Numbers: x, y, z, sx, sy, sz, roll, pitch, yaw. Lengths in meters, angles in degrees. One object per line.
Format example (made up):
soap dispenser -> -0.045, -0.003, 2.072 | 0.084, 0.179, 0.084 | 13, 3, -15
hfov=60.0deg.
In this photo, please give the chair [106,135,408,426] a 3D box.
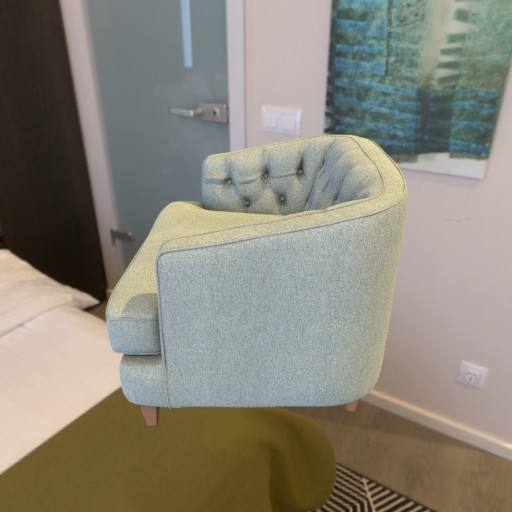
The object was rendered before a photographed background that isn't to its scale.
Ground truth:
chair -> 0.000, 0.000, 1.787 | 0.945, 0.852, 1.094 | 1, 27, 1
